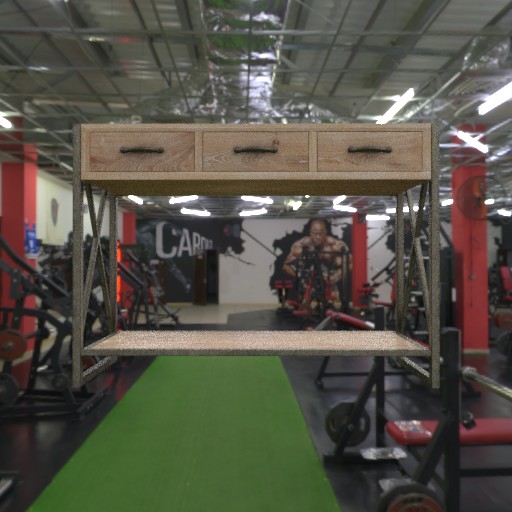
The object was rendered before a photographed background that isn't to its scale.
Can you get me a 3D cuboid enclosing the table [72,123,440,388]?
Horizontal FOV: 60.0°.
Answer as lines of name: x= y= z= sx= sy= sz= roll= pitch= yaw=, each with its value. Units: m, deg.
table: x=0.000 y=0.000 z=1.438 sx=1.059 sy=0.763 sz=0.361 roll=0 pitch=0 yaw=0
